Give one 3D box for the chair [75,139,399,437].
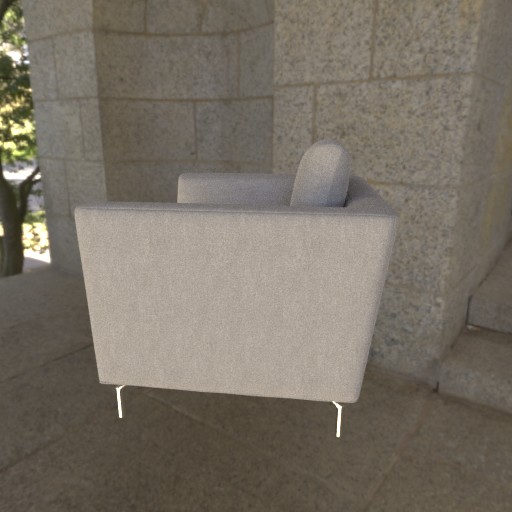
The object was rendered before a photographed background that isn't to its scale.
[{"bbox_3d":[0.000,0.000,1.707,0.889,0.864,1.041,2,16,8],"label":"chair"}]
